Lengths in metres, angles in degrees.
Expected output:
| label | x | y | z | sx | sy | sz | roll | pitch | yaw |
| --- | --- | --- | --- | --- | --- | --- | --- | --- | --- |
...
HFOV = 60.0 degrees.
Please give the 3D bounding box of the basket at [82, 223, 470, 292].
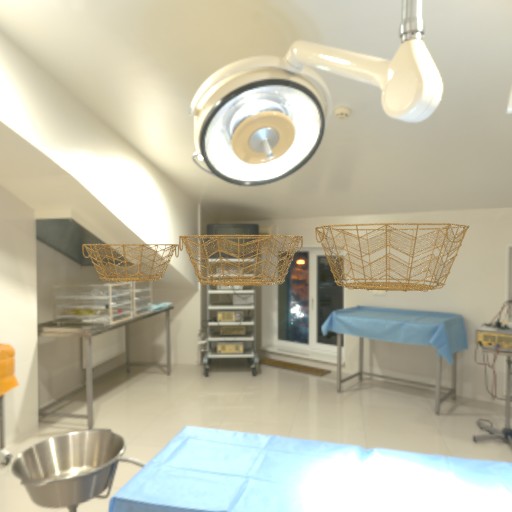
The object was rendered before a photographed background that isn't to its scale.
| label | x | y | z | sx | sy | sz | roll | pitch | yaw |
| --- | --- | --- | --- | --- | --- | --- | --- | --- | --- |
| basket | 0.000 | 0.000 | 1.423 | 1.245 | 0.178 | 0.432 | 0 | 1 | 18 |
